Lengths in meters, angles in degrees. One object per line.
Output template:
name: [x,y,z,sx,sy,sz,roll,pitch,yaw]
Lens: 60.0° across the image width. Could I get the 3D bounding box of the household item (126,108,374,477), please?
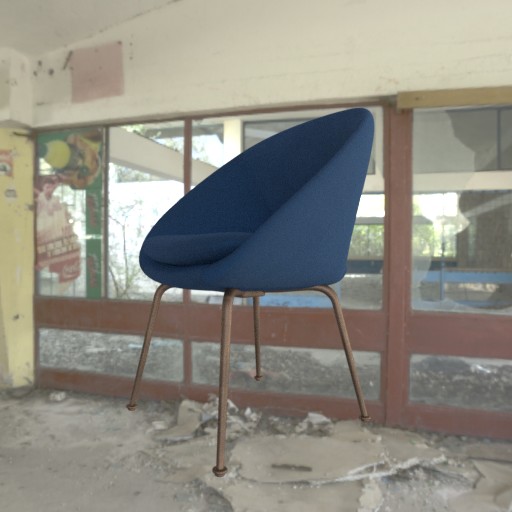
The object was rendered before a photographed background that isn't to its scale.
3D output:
household item: [0.000,0.000,1.213,0.573,0.852,0.623,-1,1,-38]
